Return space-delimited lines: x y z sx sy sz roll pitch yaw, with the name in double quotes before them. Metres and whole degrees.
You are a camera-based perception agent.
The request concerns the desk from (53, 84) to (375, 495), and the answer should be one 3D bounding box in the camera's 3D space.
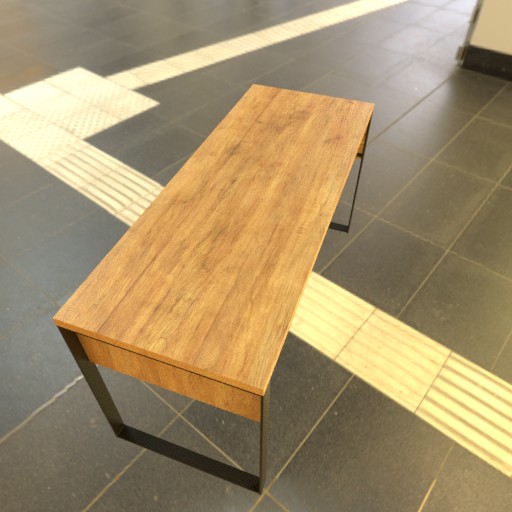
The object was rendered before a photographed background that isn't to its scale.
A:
"desk" 0.000 0.000 1.875 0.600 0.760 1.520 15 47 14
